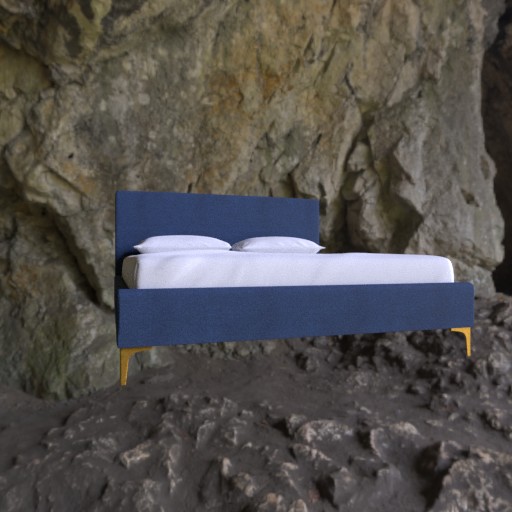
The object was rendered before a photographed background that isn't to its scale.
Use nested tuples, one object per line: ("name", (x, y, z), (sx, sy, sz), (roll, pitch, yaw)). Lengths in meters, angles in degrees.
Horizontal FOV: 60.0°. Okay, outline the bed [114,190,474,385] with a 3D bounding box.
("bed", (0.000, 0.000, 3.443), (2.096, 1.231, 2.232), (0, 0, -18))
